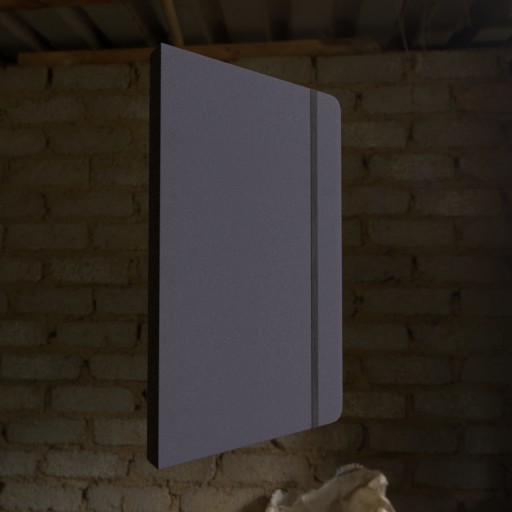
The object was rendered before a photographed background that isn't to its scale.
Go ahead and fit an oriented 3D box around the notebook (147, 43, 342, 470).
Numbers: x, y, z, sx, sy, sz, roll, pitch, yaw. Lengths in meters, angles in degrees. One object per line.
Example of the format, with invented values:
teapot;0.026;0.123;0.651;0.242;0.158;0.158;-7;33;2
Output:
notebook;0.000;0.000;0.262;0.127;0.213;0.016;1;-2;-35
